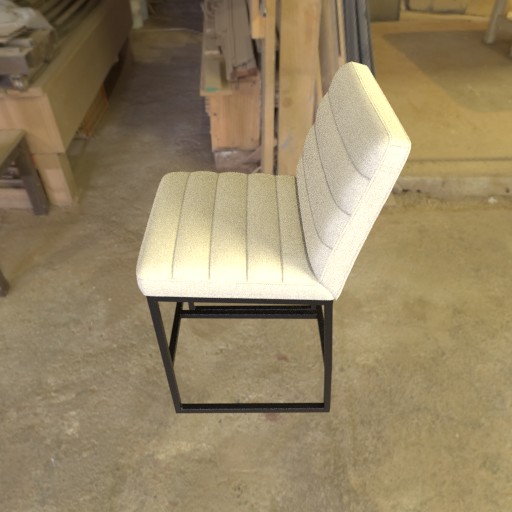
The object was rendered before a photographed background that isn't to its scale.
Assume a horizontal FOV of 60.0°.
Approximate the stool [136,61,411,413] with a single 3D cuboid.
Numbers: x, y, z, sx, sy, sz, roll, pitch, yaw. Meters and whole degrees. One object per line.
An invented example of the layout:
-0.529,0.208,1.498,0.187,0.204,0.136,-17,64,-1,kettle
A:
0.000,0.000,1.258,0.560,0.940,0.460,0,41,0,stool
